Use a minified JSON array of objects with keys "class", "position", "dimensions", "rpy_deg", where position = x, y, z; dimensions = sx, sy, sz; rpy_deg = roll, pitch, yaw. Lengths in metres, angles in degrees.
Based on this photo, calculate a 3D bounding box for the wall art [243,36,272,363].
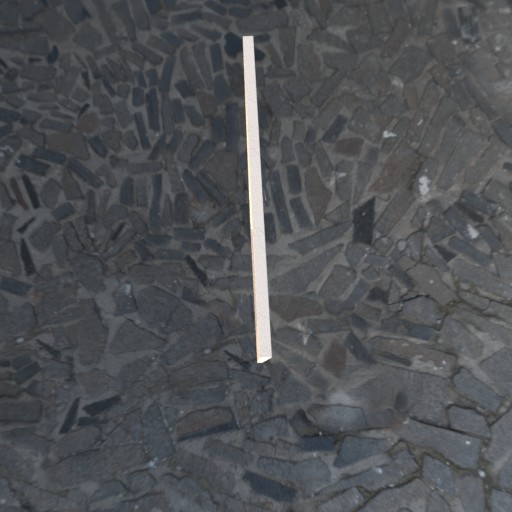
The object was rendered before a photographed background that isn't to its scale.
[{"class":"wall art","position":[0.000,0.000,0.822],"dimensions":[0.013,0.683,0.380],"rpy_deg":[-3,76,-1]}]
